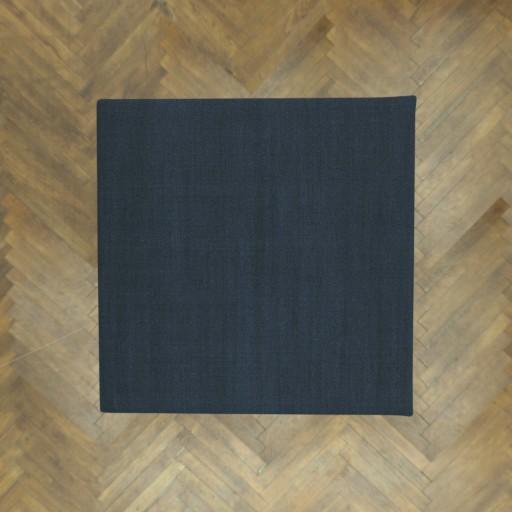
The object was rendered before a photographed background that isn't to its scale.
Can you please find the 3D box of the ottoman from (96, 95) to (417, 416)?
[{"bbox_3d":[0.000,0.000,1.383,0.889,0.411,0.890,0,92,1],"label":"ottoman"}]
